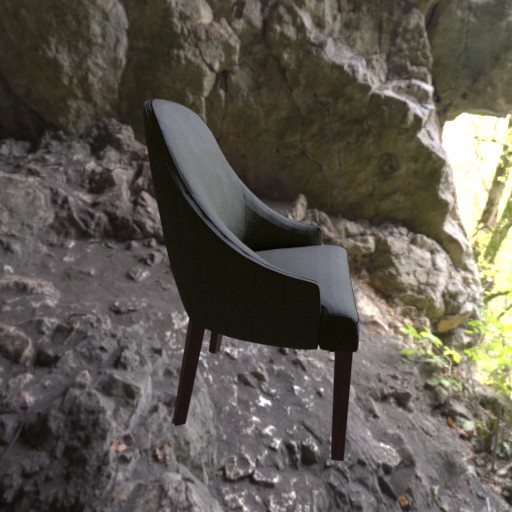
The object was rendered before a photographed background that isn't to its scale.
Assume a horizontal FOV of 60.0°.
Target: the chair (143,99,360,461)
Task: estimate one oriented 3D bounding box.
[{"bbox_3d":[0.000,0.000,1.324,0.575,0.889,0.643,2,16,8],"label":"chair"}]
